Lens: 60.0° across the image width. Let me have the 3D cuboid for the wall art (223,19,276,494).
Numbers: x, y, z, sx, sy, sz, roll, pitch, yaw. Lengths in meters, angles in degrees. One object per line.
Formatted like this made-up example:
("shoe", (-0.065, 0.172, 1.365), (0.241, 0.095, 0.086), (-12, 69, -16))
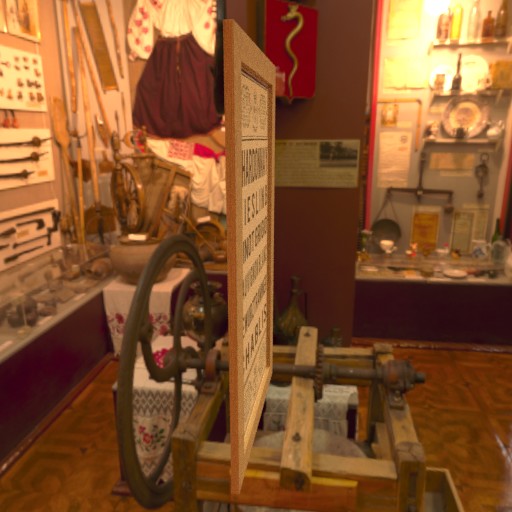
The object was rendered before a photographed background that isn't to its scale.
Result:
("wall art", (0.000, 0.000, 0.797), (0.013, 0.683, 0.381), (3, 15, 10))
